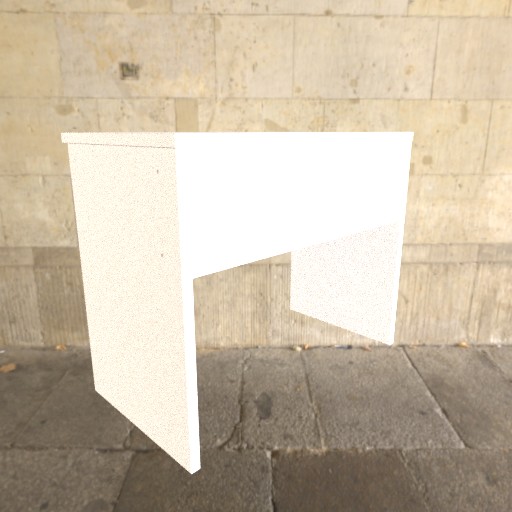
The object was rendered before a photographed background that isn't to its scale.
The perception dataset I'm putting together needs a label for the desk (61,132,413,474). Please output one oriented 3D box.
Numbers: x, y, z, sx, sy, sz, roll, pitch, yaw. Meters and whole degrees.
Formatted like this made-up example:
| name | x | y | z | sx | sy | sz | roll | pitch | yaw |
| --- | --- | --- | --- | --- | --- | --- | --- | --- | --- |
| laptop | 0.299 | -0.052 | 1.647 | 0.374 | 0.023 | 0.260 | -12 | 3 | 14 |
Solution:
| name | x | y | z | sx | sy | sz | roll | pitch | yaw |
| --- | --- | --- | --- | --- | --- | --- | --- | --- | --- |
| desk | 0.000 | 0.000 | 1.357 | 0.900 | 0.729 | 0.498 | -15 | 22 | -43 |
